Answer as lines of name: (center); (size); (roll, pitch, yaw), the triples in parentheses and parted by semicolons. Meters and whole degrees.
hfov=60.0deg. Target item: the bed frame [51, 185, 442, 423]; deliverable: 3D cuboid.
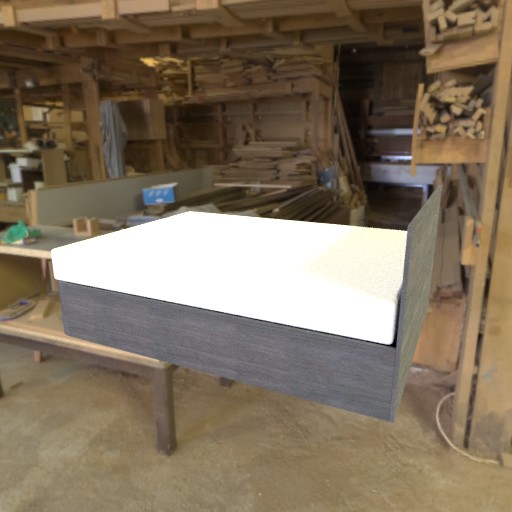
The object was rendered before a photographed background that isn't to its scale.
bed frame: (0.000, 0.000, 2.663); (1.900, 0.800, 1.400); (7, 17, 25)
